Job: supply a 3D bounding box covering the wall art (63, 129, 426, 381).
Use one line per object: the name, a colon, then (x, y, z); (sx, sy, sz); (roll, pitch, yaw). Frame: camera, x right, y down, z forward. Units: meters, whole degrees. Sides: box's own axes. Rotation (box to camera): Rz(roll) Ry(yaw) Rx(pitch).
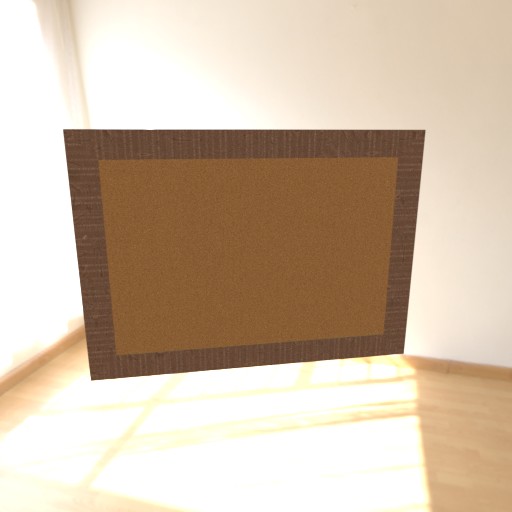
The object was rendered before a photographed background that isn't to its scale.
wall art: (0.000, 0.000, 1.386); (1.056, 0.761, 0.020); (-3, 16, -9)
